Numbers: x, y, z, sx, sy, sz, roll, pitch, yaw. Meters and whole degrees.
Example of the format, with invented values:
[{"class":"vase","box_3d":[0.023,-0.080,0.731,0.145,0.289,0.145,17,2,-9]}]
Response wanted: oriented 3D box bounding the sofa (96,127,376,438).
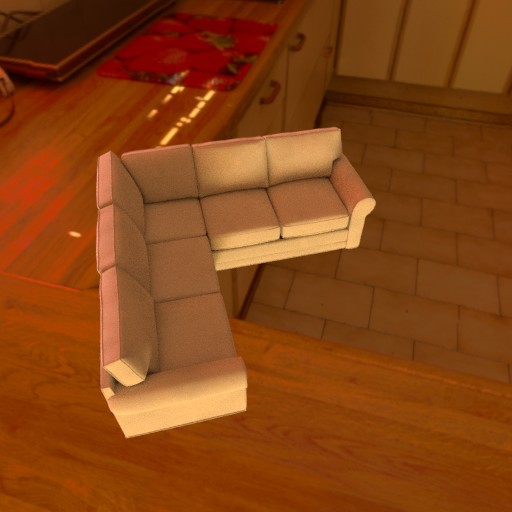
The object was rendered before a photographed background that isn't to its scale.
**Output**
[{"class":"sofa","box_3d":[0.000,0.000,3.941,2.562,1.053,2.487,-10,47,-9]}]
